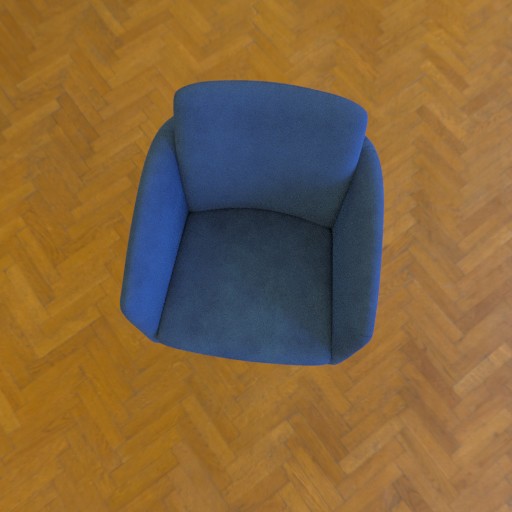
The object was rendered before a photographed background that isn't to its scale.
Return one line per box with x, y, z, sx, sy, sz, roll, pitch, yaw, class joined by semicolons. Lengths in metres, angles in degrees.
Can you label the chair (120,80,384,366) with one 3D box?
0.000;0.000;1.364;0.641;0.908;0.635;7;75;2;chair
